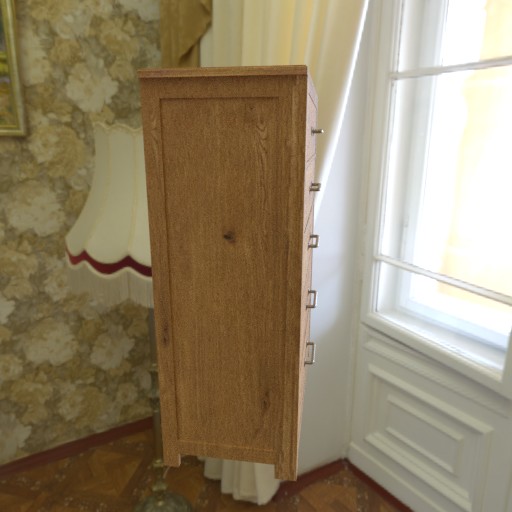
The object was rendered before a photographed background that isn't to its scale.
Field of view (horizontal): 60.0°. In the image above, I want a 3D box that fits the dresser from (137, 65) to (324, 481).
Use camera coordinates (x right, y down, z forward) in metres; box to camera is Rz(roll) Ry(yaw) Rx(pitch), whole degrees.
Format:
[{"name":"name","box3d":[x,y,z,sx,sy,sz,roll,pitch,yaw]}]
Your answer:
[{"name":"dresser","box3d":[0.000,0.000,1.994,0.558,1.431,1.081,2,15,9]}]
